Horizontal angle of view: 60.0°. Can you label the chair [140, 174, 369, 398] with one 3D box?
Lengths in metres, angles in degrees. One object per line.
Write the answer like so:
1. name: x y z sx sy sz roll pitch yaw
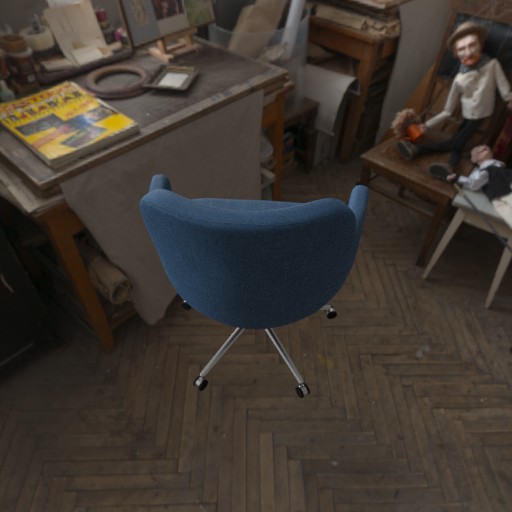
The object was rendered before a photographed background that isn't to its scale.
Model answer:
1. chair: 0.000 0.000 1.267 0.599 0.820 0.655 4 46 4
